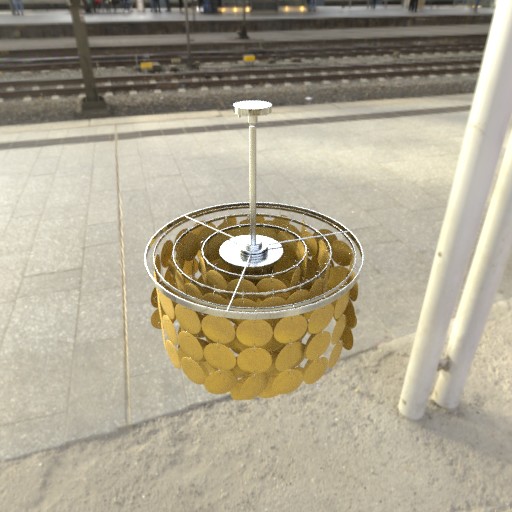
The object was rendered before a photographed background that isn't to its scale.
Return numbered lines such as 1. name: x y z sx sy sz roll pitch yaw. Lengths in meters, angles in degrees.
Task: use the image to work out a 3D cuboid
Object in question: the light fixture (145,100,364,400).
1. light fixture: 0.000 0.000 0.742 0.368 0.492 0.368 0 31 0
